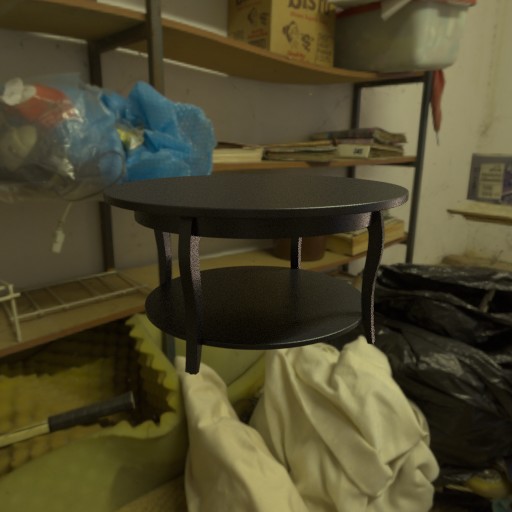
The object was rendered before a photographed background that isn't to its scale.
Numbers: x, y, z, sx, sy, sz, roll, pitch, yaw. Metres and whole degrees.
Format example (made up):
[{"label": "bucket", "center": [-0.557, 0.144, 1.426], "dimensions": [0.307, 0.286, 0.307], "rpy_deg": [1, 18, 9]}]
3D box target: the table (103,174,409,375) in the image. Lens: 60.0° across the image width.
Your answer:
[{"label": "table", "center": [0.000, 0.000, 1.454], "dimensions": [0.914, 0.457, 0.914], "rpy_deg": [0, 15, 0]}]
